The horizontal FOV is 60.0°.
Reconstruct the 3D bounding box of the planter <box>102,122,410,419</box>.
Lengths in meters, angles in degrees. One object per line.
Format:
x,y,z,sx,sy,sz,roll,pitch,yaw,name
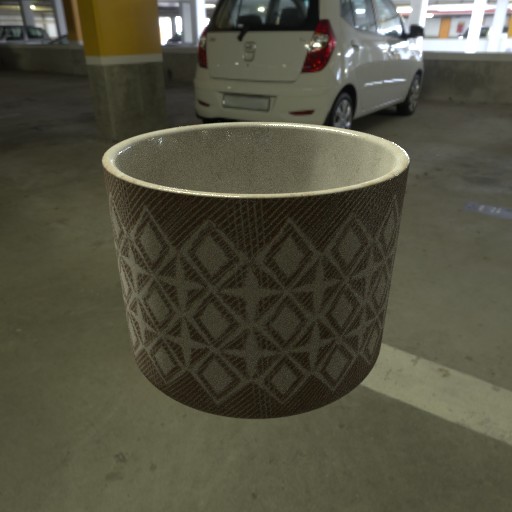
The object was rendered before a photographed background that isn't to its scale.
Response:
0.000,0.000,0.214,0.126,0.104,0.126,0,27,0,planter
